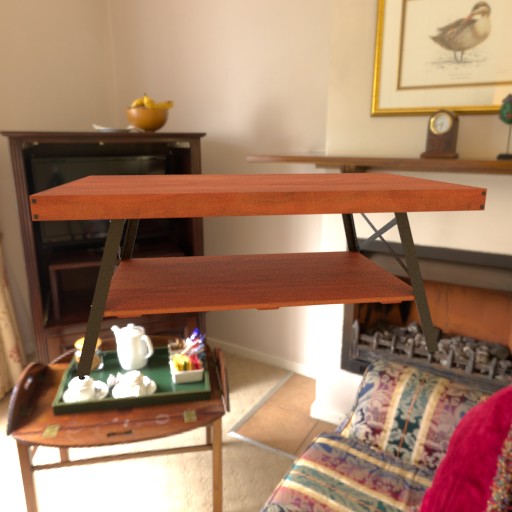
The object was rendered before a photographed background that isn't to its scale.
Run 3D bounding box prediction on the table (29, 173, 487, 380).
[{"bbox_3d":[0.000,0.000,1.368,1.067,0.457,0.610,-2,14,-8],"label":"table"}]
